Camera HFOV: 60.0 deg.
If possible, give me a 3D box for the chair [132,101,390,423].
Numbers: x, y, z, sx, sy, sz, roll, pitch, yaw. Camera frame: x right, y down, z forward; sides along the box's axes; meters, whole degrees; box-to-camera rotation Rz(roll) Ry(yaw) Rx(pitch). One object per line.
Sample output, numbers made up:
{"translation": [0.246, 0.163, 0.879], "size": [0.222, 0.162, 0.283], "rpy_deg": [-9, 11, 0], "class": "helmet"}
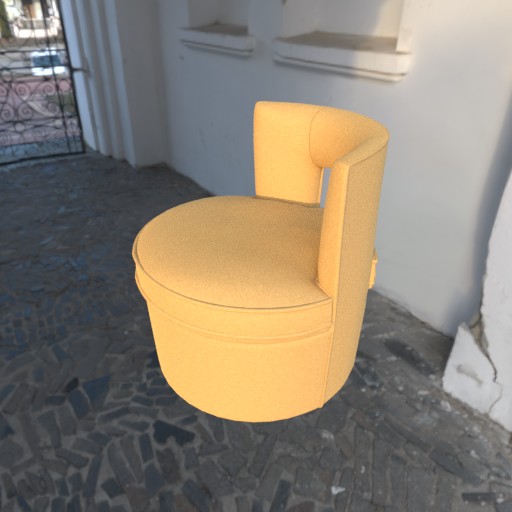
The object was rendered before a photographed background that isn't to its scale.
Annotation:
{"translation": [0.000, 0.000, 1.245], "size": [0.665, 0.723, 0.650], "rpy_deg": [-8, 31, -14], "class": "chair"}
